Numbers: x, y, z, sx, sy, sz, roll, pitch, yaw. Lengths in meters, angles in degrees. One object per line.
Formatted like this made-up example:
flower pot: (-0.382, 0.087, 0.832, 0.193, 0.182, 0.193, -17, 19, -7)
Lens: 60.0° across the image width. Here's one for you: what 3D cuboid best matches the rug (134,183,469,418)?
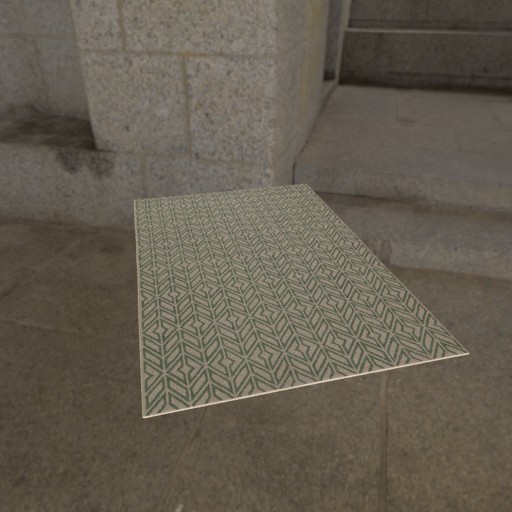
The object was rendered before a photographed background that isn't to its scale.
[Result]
rug: (0.000, 0.000, 2.327, 1.220, 0.007, 1.828, -7, 31, -12)
